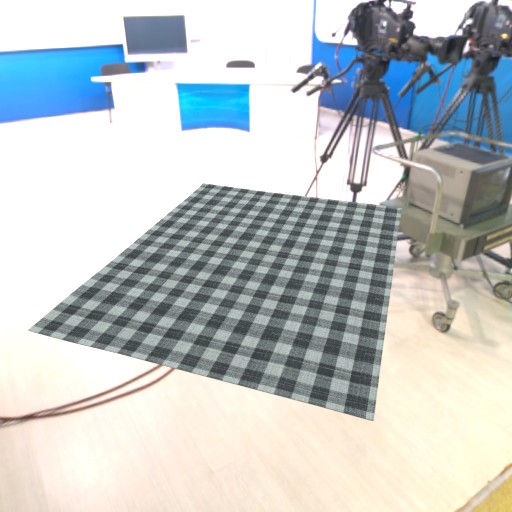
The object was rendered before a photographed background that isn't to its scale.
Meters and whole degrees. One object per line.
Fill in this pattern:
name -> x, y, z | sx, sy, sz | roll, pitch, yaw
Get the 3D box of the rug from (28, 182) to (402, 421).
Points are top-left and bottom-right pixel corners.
rug -> 0.000, 0.000, 4.069 | 2.432, 0.013, 3.021 | 10, 32, 16
